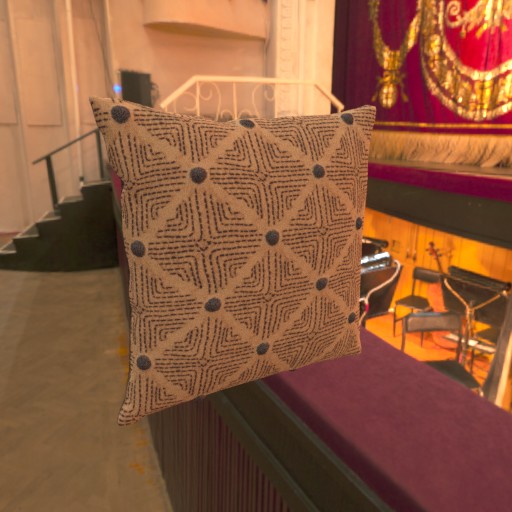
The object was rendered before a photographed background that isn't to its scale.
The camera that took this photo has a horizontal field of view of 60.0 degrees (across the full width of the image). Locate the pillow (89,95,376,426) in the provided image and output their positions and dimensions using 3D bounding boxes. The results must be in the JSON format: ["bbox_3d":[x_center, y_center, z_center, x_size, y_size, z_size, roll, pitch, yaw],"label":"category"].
[{"bbox_3d":[0.000,0.000,0.769,0.510,0.510,0.145,-8,18,-27],"label":"pillow"}]
